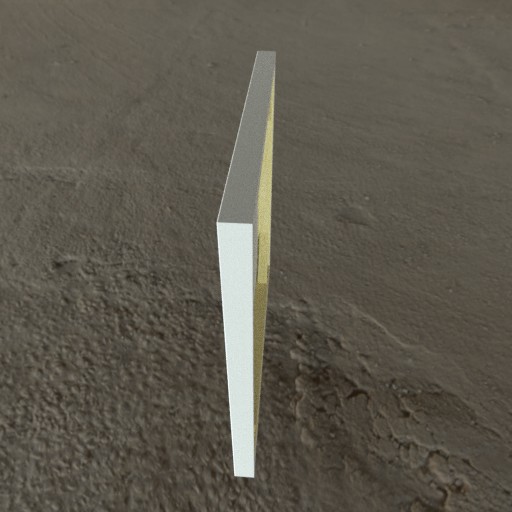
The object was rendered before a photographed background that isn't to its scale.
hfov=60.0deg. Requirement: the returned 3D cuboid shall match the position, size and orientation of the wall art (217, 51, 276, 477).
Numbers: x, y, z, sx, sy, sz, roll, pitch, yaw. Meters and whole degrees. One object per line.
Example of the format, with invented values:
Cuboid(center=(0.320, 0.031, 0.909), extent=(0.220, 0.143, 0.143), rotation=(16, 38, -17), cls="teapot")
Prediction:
Cuboid(center=(0.000, 0.000, 0.895), extent=(0.038, 0.610, 0.610), rotation=(3, 41, 3), cls="wall art")
